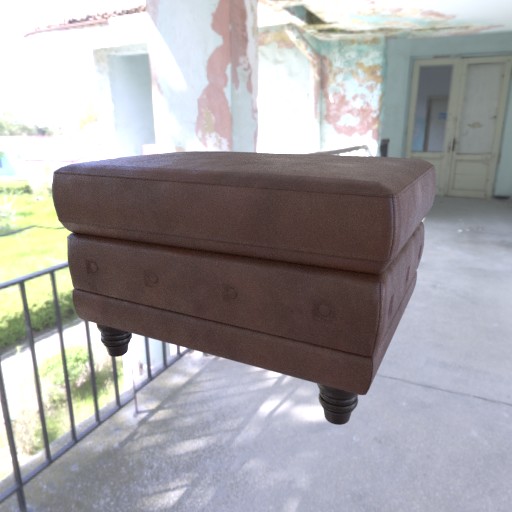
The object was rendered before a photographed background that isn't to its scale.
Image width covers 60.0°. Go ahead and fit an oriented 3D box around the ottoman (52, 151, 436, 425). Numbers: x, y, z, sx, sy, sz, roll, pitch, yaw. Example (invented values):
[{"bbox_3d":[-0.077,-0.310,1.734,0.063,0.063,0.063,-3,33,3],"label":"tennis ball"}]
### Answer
[{"bbox_3d":[0.000,0.000,1.163,0.795,0.509,0.588,8,19,26],"label":"ottoman"}]
